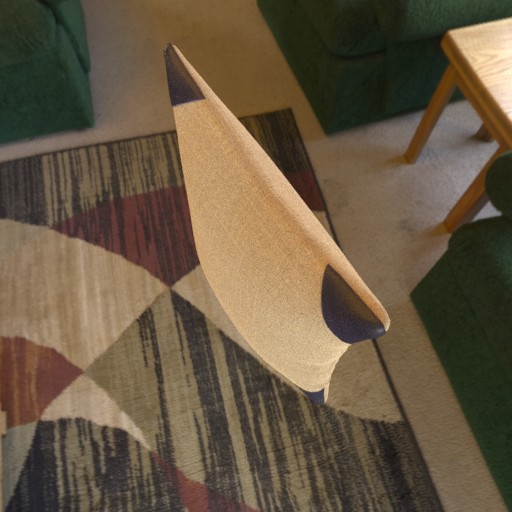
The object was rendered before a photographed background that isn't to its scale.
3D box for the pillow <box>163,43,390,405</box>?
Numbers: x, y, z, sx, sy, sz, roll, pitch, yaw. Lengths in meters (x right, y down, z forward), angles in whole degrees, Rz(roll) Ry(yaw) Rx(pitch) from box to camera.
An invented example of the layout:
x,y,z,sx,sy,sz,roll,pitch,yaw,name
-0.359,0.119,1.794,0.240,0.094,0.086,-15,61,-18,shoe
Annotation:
x,y,z,sx,sy,sz,roll,pitch,yaw,name
0.000,0.000,0.667,0.147,0.441,0.440,-30,68,-14,pillow
